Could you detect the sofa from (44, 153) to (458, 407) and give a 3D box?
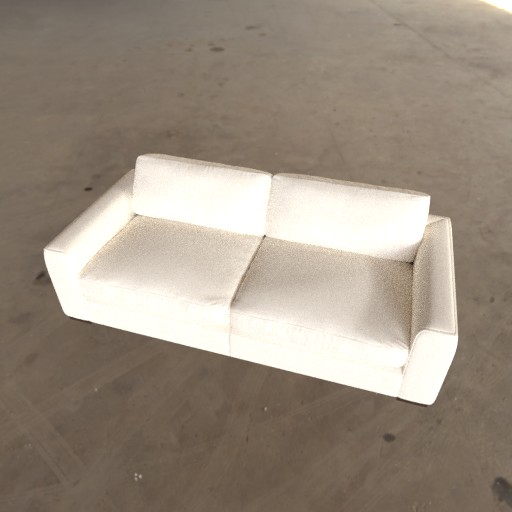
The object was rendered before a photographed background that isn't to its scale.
[{"bbox_3d":[0.000,0.000,2.724,2.262,0.801,1.070,11,40,13],"label":"sofa"}]
